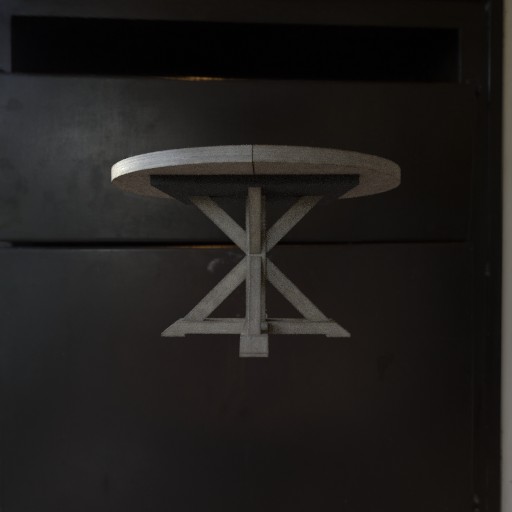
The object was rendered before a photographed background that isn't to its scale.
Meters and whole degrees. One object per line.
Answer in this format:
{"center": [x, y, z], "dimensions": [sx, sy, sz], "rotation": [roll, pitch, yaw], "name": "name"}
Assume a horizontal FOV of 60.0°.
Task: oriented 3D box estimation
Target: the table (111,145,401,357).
{"center": [0.000, 0.000, 2.198], "dimensions": [1.363, 0.781, 1.363], "rotation": [0, 1, 0], "name": "table"}
